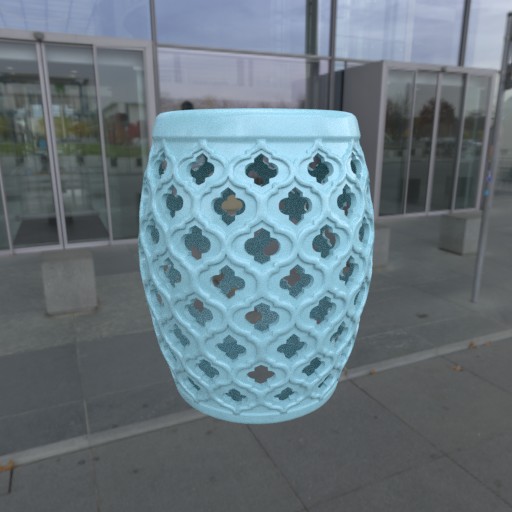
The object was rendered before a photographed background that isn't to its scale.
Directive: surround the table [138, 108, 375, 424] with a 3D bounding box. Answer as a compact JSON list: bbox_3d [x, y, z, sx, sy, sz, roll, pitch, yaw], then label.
[{"bbox_3d":[0.000,0.000,0.636,0.325,0.388,0.325,0,15,0],"label":"table"}]
